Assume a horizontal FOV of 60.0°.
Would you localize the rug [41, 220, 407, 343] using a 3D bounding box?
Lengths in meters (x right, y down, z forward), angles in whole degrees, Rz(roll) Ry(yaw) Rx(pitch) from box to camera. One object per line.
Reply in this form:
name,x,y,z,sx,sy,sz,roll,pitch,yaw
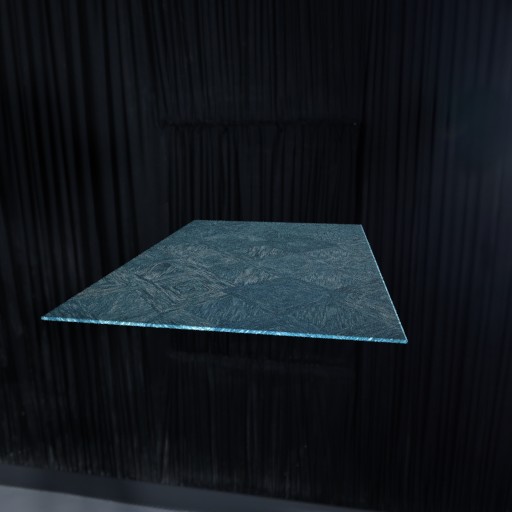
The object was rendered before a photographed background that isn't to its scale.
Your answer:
rug,0.000,0.000,2.846,1.490,0.015,2.277,2,15,8
